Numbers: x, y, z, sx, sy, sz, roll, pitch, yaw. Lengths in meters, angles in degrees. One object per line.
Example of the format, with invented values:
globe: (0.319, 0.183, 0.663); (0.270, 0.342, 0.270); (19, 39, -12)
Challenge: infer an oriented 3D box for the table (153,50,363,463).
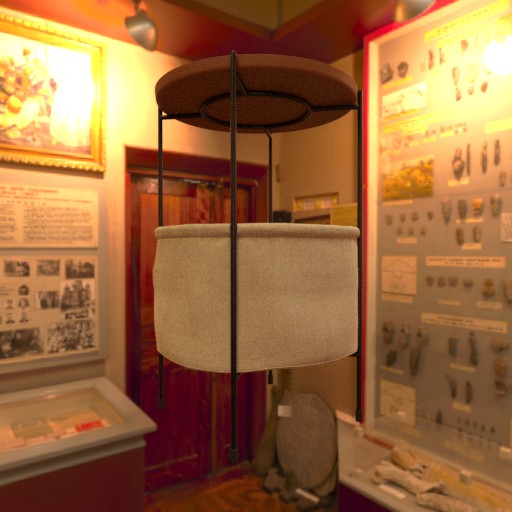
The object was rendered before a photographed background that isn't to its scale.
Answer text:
table: (0.000, 0.000, 0.869); (0.393, 0.623, 0.393); (-1, 1, -35)
